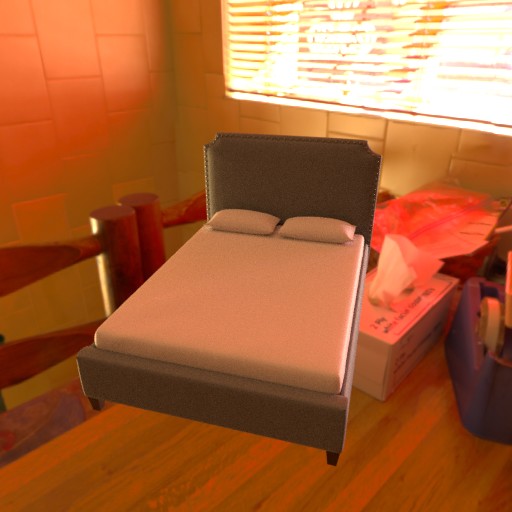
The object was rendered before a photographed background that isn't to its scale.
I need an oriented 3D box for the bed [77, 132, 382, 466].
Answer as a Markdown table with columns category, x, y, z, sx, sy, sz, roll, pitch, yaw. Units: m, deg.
| category | x | y | z | sx | sy | sz | roll | pitch | yaw |
| --- | --- | --- | --- | --- | --- | --- | --- | --- | --- |
| bed | 0.000 | 0.000 | 3.465 | 1.712 | 1.443 | 2.372 | 7 | 27 | 14 |
